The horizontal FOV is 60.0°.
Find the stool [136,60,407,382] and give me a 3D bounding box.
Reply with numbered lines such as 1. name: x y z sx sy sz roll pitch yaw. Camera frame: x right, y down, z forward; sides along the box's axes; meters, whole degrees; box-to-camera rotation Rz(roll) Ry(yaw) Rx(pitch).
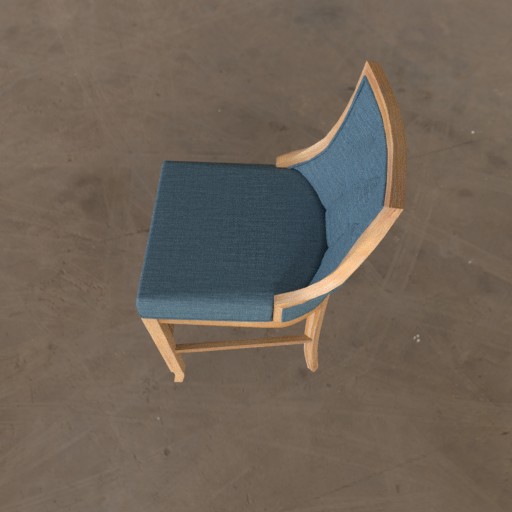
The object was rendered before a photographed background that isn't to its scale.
1. stool: 0.000 0.000 1.410 0.626 1.101 0.524 2 59 1
